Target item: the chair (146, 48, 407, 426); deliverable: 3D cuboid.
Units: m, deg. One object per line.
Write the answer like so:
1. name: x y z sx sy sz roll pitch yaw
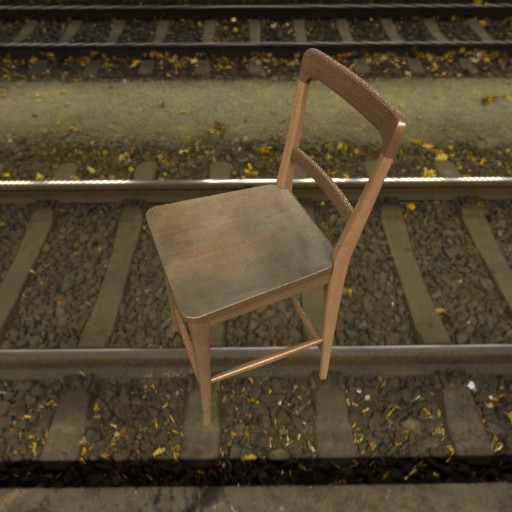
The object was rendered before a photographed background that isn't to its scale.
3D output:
1. chair: 0.000 0.000 1.313 0.546 0.991 0.450 -16 47 -15
